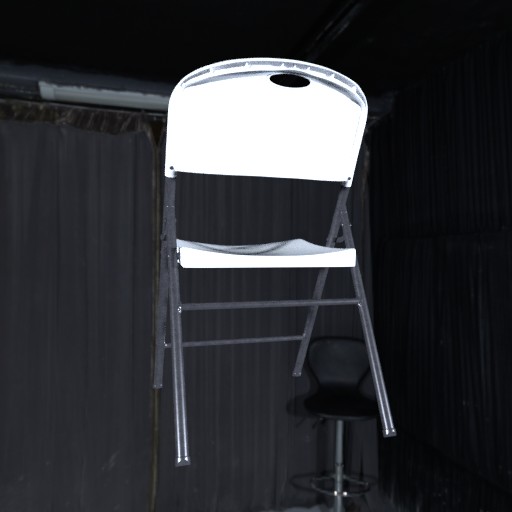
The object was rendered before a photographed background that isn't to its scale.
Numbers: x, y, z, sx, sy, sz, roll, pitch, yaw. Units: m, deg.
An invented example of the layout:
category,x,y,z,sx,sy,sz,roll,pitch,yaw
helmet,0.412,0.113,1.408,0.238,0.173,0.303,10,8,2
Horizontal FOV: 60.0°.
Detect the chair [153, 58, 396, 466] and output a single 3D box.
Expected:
category,x,y,z,sx,sy,sz,roll,pitch,yaw
chair,0.000,0.000,1.174,0.494,0.810,0.566,0,0,-18
